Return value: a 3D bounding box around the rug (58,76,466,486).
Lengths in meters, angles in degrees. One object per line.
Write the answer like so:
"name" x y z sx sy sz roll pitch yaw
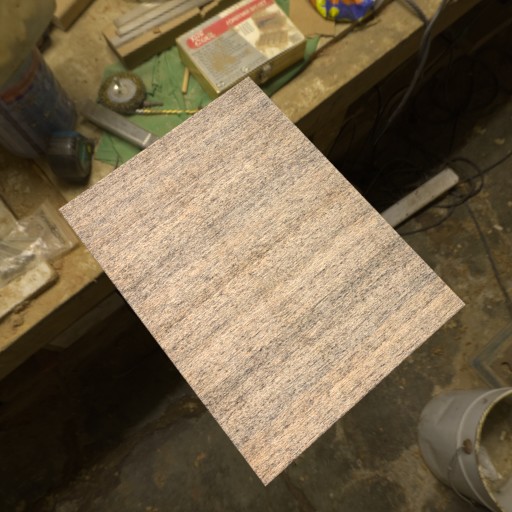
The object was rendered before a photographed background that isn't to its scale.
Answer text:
"rug" 0.000 0.000 4.241 2.414 0.036 3.199 -38 78 -10
